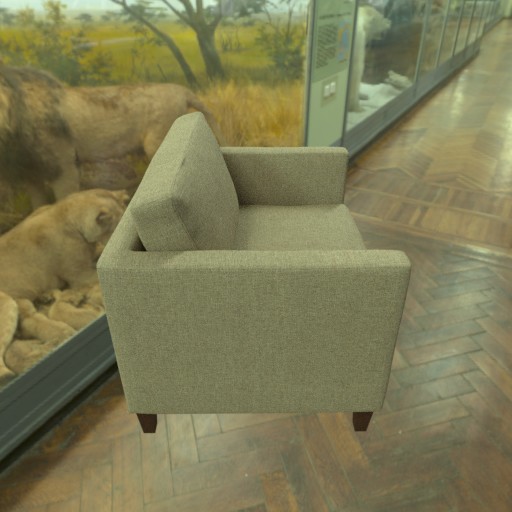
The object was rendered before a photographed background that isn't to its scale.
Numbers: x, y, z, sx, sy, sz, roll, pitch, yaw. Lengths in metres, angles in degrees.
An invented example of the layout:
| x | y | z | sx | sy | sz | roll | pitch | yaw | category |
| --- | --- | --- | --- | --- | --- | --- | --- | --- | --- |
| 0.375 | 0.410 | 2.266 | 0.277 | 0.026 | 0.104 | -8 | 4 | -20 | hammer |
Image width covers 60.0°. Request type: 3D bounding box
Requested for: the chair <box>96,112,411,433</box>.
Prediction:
| x | y | z | sx | sy | sz | roll | pitch | yaw | category |
| --- | --- | --- | --- | --- | --- | --- | --- | --- | --- |
| 0.000 | 0.000 | 1.869 | 0.959 | 0.987 | 1.107 | 0 | 32 | 0 | chair |
